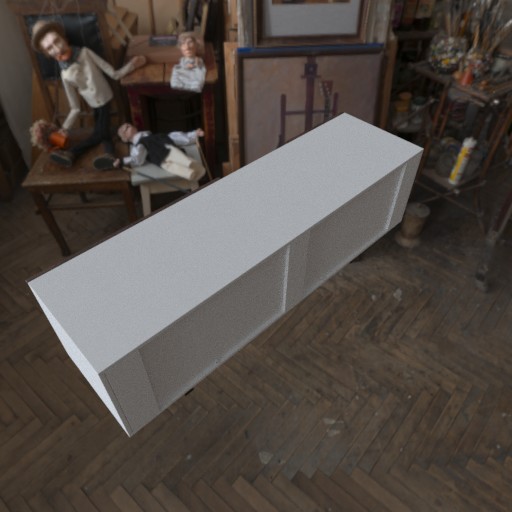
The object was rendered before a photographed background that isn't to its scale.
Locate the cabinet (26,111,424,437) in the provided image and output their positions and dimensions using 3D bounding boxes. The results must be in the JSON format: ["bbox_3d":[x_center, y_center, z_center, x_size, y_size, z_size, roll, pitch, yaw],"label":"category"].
[{"bbox_3d":[0.000,0.000,1.771,1.499,0.533,0.431,-34,55,-28],"label":"cabinet"}]
